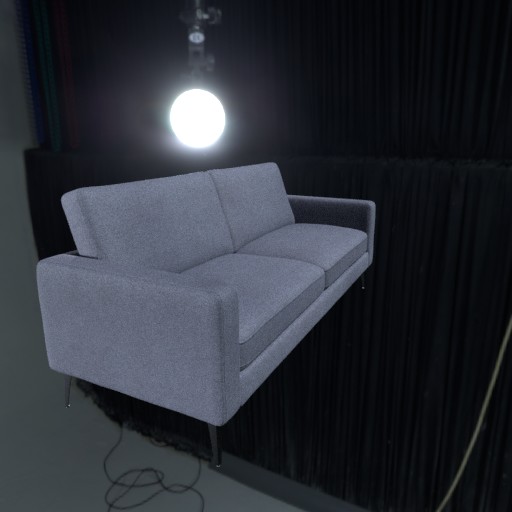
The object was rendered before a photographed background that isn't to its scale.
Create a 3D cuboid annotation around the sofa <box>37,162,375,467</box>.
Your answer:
[{"bbox_3d":[0.000,0.000,2.242,0.774,0.828,1.925,8,17,26],"label":"sofa"}]
